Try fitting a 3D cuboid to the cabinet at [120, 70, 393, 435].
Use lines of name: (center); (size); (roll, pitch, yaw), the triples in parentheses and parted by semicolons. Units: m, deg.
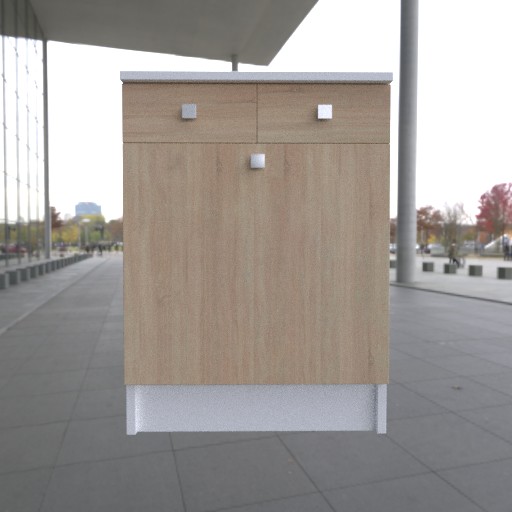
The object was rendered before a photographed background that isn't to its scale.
cabinet: (0.000, 0.000, 1.126); (0.600, 0.815, 0.296); (0, 2, -1)
